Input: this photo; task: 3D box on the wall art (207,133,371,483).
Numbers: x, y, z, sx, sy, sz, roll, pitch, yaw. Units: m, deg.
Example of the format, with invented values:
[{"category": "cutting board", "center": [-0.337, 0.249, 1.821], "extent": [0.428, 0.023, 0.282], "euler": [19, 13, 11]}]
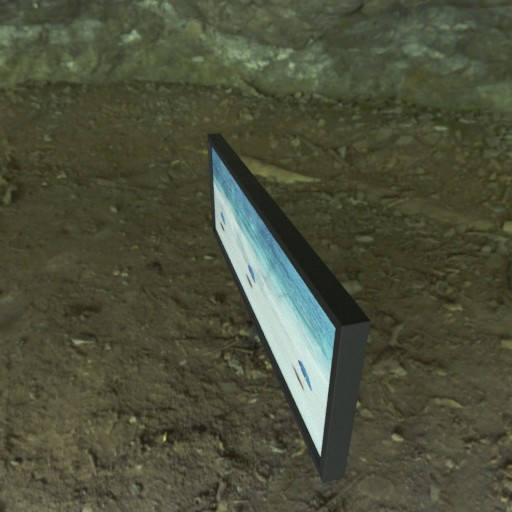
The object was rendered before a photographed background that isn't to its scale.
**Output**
[{"category": "wall art", "center": [0.000, 0.000, 0.952], "extent": [0.037, 0.303, 0.860], "euler": [-8, 31, -14]}]
